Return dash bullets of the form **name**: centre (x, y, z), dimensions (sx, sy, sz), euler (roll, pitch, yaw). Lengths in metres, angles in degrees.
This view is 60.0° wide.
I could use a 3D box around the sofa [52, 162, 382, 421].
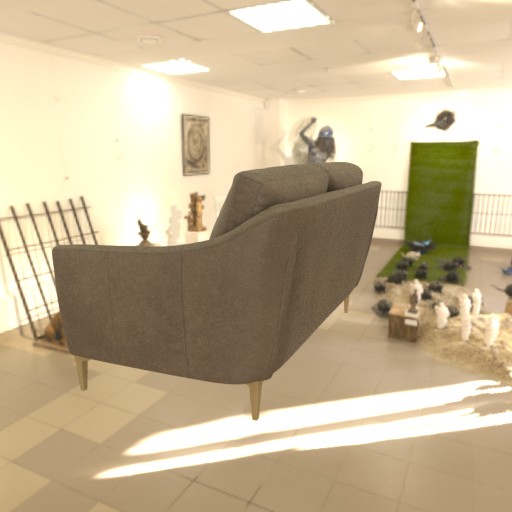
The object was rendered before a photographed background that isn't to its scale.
- **sofa**: centre (0.000, 0.000, 2.194), dimensions (0.960, 0.902, 1.619), euler (6, 14, 26)
